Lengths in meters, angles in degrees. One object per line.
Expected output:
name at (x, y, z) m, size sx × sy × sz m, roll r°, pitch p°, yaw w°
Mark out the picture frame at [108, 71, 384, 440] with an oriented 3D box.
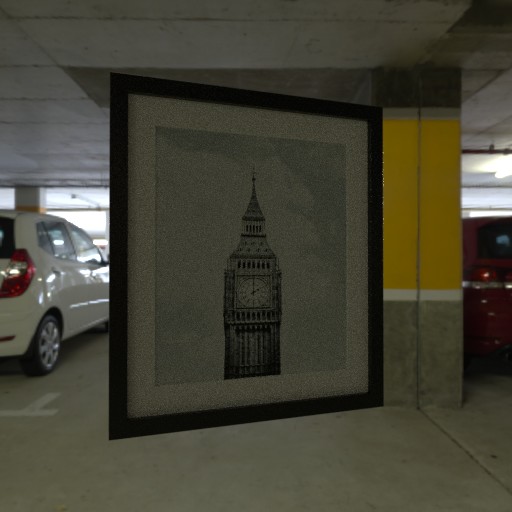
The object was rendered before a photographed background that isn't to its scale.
picture frame at (0.000, 0.000, 0.522) m, size 0.328 × 0.378 × 0.034 m, roll 0°, pitch -1°, yaw -19°
